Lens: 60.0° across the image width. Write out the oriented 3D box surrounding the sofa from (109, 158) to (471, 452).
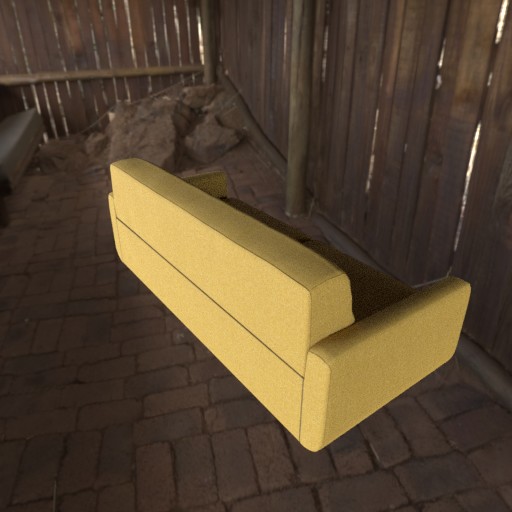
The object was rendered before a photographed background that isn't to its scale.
[{"bbox_3d":[0.000,0.000,2.462,0.909,0.841,2.029,-19,33,-32],"label":"sofa"}]
